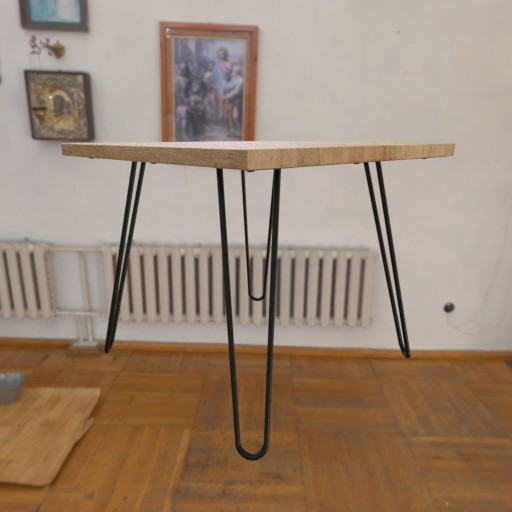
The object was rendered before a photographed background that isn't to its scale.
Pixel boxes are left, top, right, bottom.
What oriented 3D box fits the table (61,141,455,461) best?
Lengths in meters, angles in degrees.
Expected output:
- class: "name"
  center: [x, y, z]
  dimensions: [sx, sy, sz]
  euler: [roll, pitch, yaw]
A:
- class: "table"
  center: [0.000, 0.000, 1.015]
  dimensions: [0.599, 0.500, 0.599]
  euler: [-14, 21, -42]
